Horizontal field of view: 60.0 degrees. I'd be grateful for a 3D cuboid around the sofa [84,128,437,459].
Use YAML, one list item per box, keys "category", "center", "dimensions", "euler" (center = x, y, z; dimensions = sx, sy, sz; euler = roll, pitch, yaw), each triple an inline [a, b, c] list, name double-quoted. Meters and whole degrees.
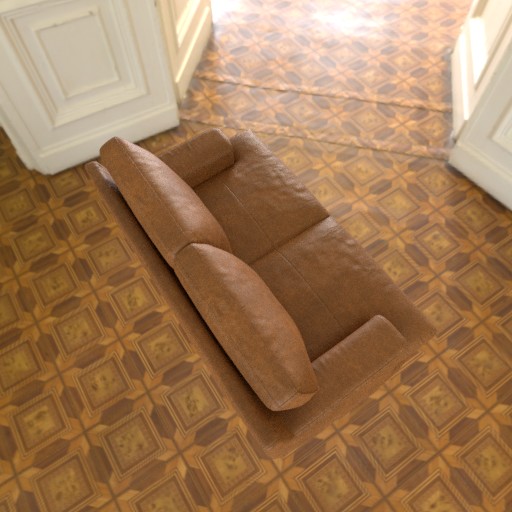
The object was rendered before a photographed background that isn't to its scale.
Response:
- category: "sofa"
  center: [0.000, 0.000, 2.526]
  dimensions: [1.144, 0.966, 1.880]
  euler: [-31, 64, -16]
